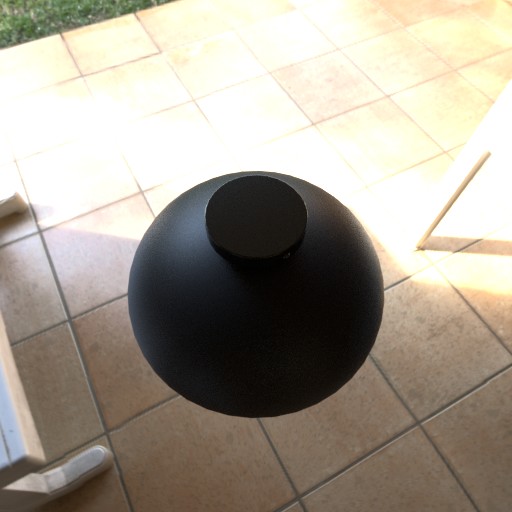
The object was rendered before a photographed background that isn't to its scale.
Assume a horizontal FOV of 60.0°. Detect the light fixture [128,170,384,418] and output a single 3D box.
[{"bbox_3d":[0.000,0.000,0.556,0.355,0.177,0.355,0,59,0],"label":"light fixture"}]
